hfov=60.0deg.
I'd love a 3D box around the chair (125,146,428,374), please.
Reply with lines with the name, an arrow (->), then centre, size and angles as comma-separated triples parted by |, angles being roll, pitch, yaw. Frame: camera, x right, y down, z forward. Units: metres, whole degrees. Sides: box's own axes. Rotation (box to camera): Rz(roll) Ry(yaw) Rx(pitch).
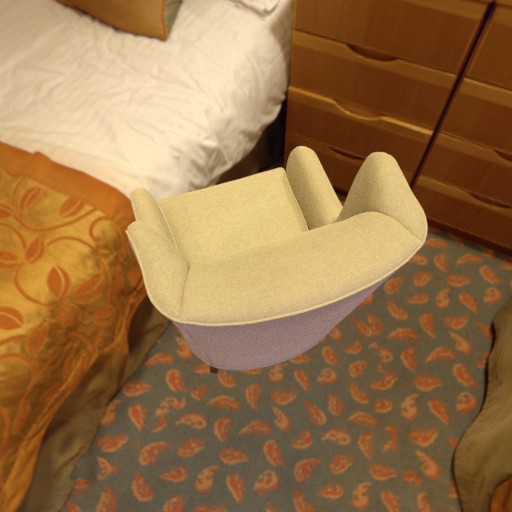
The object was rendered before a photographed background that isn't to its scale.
chair -> 0.000, 0.000, 1.762 | 0.838, 1.040, 0.966 | -17, 60, -10
